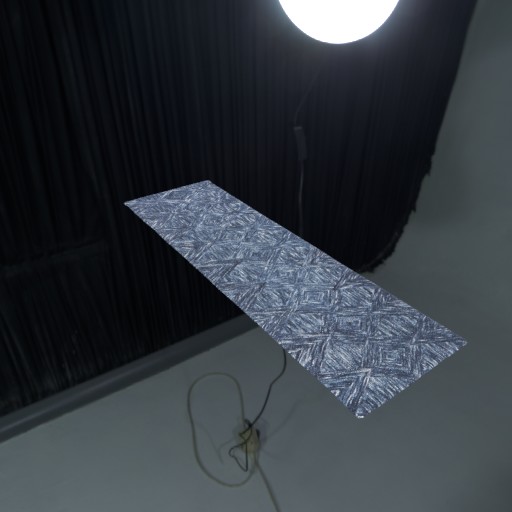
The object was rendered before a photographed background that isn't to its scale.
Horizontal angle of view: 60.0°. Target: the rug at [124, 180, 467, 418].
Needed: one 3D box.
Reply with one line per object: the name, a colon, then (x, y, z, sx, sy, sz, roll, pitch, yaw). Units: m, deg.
rug: (0.000, 0.000, 2.610, 0.719, 0.013, 2.306, -21, 38, -30)
